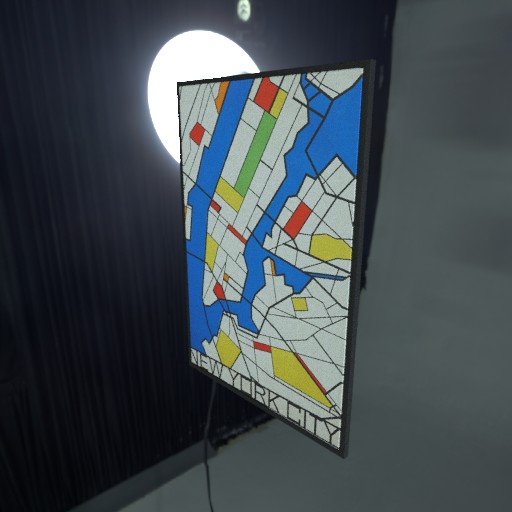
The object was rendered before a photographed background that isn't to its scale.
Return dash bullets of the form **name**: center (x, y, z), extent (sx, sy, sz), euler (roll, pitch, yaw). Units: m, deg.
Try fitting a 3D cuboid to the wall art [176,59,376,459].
- **wall art**: center (0.000, 0.000, 0.856), extent (0.013, 0.657, 0.457), euler (-16, 22, -43)
